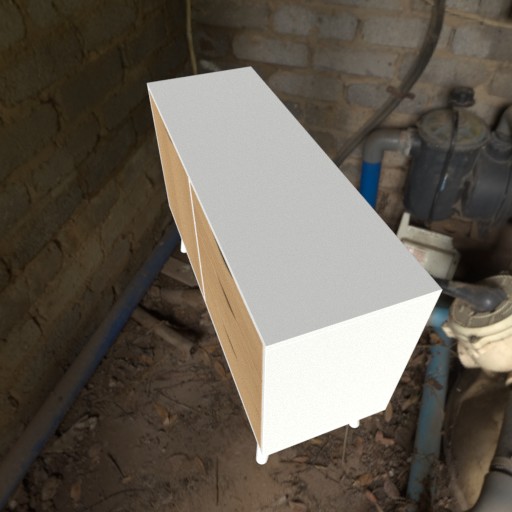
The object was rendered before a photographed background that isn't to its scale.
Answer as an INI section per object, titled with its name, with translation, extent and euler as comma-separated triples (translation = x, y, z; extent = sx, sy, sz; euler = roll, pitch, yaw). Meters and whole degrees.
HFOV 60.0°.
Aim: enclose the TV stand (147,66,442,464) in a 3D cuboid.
[TV stand]
translation = 0.000, 0.000, 1.577
extent = 0.406, 0.812, 1.193
euler = -15, 48, -14
